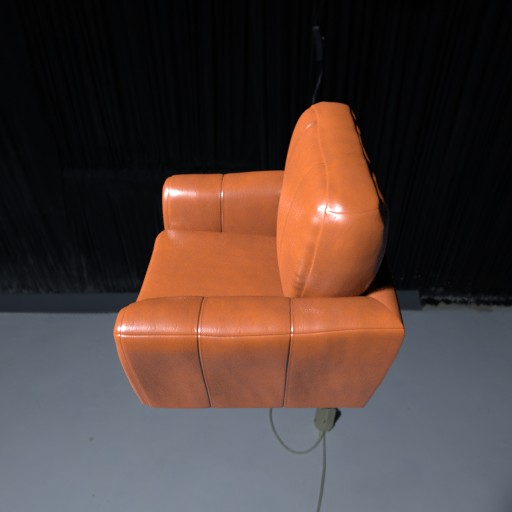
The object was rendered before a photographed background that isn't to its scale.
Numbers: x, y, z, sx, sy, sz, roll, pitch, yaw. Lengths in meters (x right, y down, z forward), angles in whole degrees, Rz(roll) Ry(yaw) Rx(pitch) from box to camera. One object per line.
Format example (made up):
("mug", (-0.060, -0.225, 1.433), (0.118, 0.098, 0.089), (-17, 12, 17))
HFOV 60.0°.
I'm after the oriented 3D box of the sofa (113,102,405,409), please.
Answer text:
("sofa", (0.000, 0.000, 1.496), (0.789, 0.876, 0.836), (1, 41, 1))
